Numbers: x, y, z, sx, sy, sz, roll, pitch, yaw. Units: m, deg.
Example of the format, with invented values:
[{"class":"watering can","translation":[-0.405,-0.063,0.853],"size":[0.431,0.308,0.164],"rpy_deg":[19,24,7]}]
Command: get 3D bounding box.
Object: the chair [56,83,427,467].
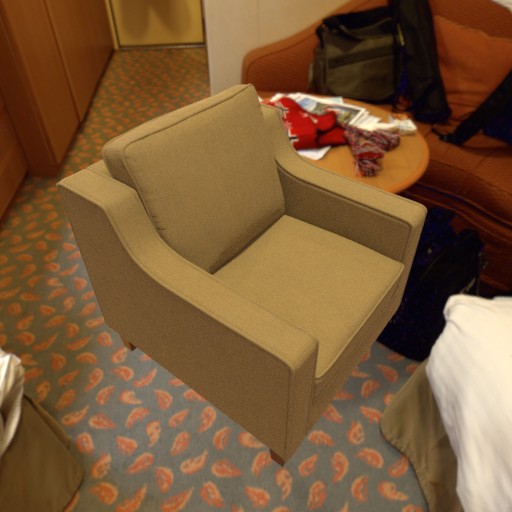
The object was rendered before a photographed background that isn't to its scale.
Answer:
[{"class":"chair","translation":[0.000,0.000,1.602],"size":[0.909,0.960,0.831],"rpy_deg":[27,48,27]}]
